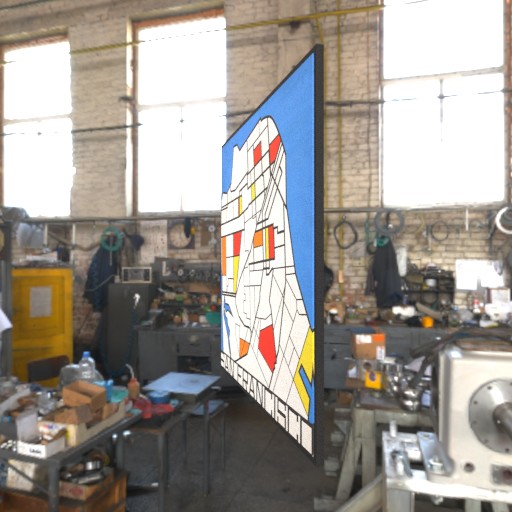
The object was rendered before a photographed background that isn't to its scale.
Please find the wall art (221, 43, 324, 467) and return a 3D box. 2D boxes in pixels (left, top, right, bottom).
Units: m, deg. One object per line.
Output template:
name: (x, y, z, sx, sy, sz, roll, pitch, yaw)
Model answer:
wall art: (0.000, 0.000, 1.012, 0.015, 0.663, 0.664, 0, 0, -18)
